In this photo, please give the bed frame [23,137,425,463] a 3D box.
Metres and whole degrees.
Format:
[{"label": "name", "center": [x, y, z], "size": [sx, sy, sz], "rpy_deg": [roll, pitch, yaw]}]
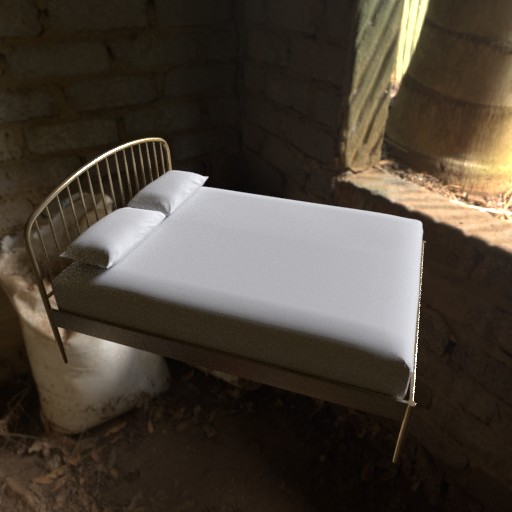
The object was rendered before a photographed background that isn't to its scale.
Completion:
[{"label": "bed frame", "center": [0.000, 0.000, 2.950], "size": [2.152, 1.175, 1.612], "rpy_deg": [11, 34, 16]}]
